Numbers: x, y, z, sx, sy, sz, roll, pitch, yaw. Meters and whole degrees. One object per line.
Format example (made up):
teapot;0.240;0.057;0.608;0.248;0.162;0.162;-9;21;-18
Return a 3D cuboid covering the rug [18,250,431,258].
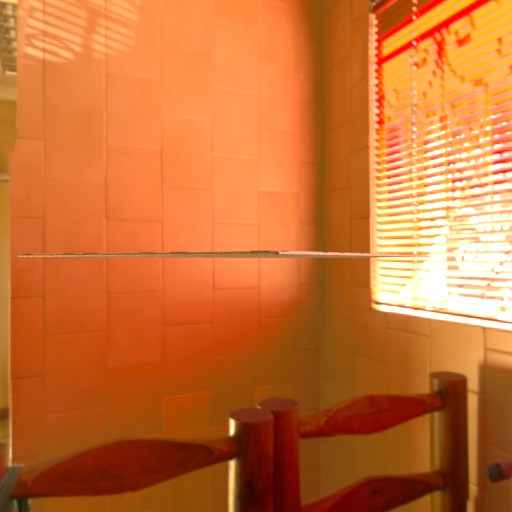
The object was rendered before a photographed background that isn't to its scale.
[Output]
rug;0.000;0.000;3.788;2.211;0.021;2.910;0;-1;34
